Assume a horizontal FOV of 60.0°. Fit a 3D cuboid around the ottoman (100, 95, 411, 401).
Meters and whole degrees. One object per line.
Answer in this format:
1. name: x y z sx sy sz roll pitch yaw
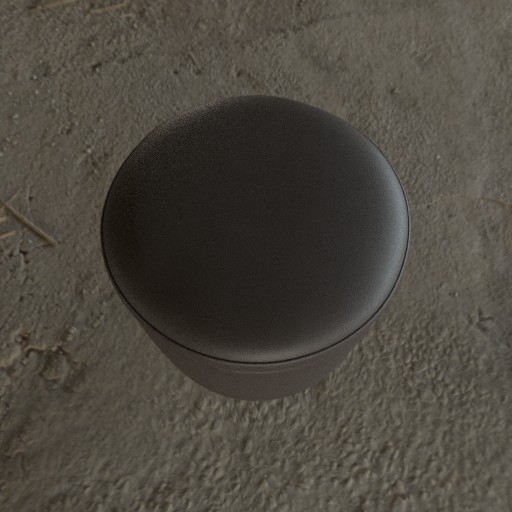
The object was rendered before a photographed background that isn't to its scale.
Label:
1. ottoman: 0.000 0.000 0.864 0.500 0.409 0.500 0 65 0
